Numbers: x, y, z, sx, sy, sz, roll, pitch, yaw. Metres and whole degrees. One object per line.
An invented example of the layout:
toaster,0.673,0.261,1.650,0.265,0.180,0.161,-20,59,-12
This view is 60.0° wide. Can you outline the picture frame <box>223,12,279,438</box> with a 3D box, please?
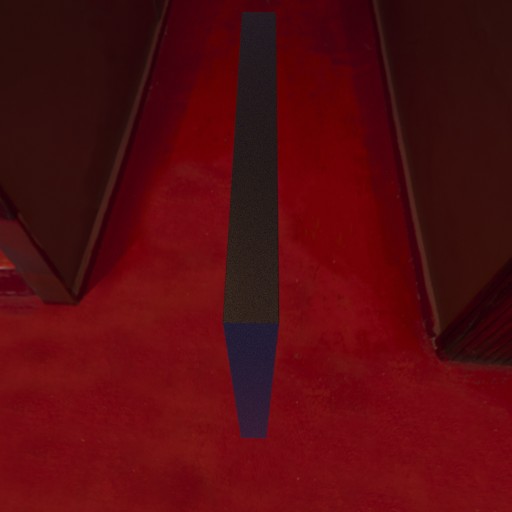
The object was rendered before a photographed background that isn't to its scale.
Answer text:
picture frame,0.000,0.000,0.509,0.034,0.378,0.328,1,58,1
